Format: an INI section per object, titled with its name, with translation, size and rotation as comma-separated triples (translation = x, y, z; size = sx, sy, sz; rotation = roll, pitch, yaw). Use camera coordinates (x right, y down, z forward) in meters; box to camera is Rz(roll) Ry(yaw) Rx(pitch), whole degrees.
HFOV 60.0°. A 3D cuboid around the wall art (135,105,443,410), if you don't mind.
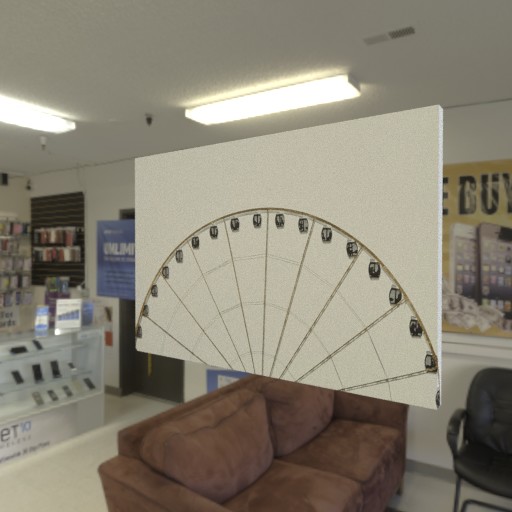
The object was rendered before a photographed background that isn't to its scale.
[wall art]
translation = 0.000, 0.000, 1.143
size = 0.898, 0.601, 0.038
rotation = 1, 1, 35
